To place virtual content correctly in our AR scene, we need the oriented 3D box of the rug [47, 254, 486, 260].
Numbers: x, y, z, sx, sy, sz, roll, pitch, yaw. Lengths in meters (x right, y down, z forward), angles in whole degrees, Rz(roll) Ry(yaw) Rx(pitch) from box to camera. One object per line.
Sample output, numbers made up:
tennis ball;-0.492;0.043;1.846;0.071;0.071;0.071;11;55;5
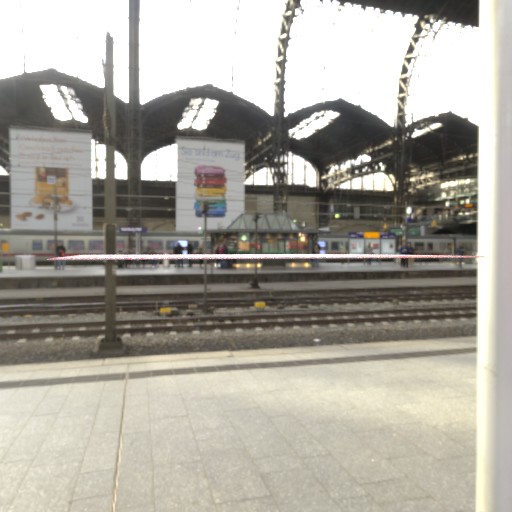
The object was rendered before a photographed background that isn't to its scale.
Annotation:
rug;0.000;0.000;2.321;1.829;0.006;1.219;0;1;-17
